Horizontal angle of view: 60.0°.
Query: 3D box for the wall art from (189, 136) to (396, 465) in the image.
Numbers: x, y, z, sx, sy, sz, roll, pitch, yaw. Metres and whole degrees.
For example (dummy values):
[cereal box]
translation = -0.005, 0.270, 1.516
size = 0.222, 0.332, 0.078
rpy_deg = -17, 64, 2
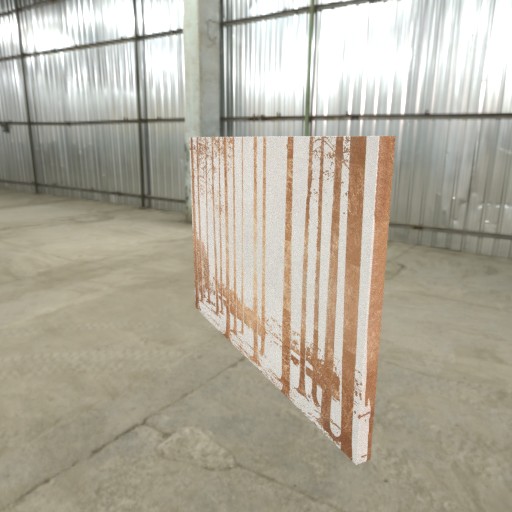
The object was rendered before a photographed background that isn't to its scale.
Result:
[wall art]
translation = 0.000, 0.000, 1.171
size = 0.035, 0.609, 0.914
rpy_deg = -7, 17, -26
